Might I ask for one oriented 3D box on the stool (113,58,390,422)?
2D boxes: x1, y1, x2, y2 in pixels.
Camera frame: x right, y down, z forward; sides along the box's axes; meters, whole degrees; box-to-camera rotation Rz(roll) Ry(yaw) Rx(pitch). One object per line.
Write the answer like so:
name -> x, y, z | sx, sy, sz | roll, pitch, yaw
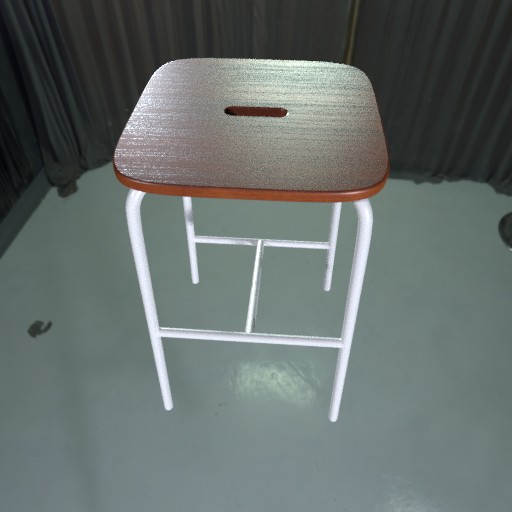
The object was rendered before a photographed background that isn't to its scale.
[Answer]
stool -> 0.000, 0.000, 0.862 | 0.376, 0.610, 0.376 | 3, 47, 3
